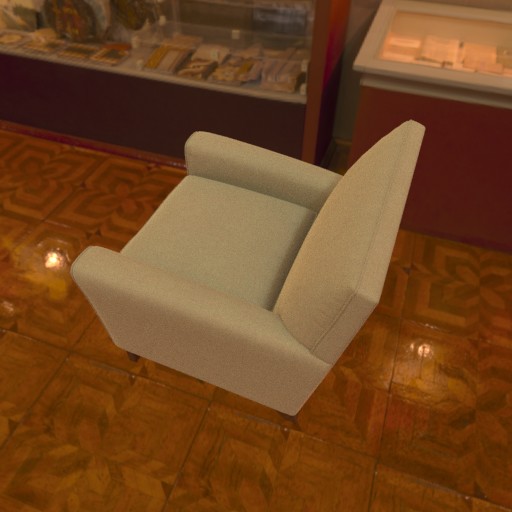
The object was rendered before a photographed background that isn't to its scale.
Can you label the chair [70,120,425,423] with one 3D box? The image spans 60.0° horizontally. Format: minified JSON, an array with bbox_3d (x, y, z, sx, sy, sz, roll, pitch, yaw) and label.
[{"bbox_3d":[0.000,0.000,1.589,0.871,0.846,0.840,16,49,15],"label":"chair"}]
